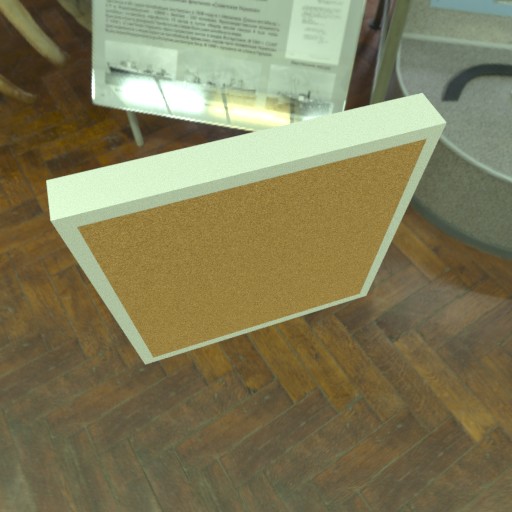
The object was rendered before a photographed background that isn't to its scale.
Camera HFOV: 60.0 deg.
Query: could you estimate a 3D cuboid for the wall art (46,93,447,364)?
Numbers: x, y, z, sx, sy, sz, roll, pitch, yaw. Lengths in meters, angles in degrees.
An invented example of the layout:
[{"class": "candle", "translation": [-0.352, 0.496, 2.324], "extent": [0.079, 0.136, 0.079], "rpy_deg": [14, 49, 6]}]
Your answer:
[{"class": "wall art", "translation": [0.000, 0.000, 0.462], "extent": [0.305, 0.302, 0.038], "rpy_deg": [-16, 59, -10]}]
